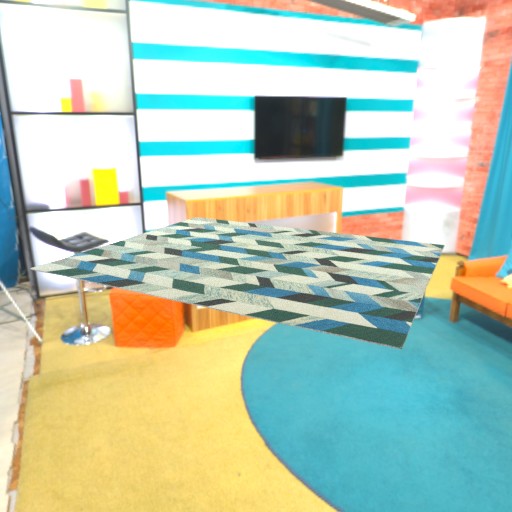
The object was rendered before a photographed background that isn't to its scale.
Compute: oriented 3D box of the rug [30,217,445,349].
[{"bbox_3d":[0.000,0.000,4.094,3.036,0.008,2.440,8,18,26],"label":"rug"}]
